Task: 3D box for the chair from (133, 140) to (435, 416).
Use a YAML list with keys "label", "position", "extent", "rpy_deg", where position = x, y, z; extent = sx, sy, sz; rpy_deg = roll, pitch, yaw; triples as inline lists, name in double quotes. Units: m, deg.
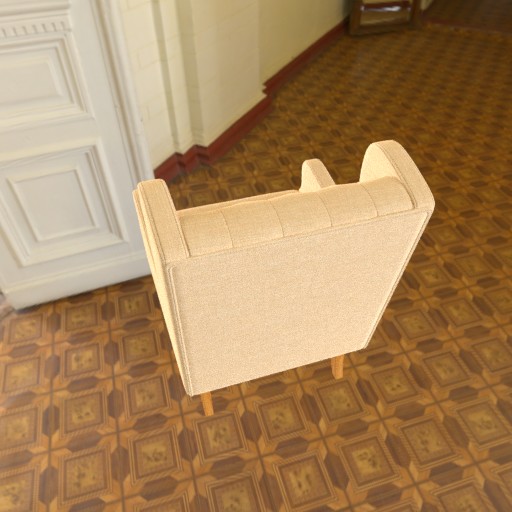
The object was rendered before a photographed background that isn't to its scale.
- label: "chair"
  position: [0.000, 0.000, 1.481]
  extent: [0.710, 0.930, 0.760]
  rpy_deg: [-12, 45, -12]
